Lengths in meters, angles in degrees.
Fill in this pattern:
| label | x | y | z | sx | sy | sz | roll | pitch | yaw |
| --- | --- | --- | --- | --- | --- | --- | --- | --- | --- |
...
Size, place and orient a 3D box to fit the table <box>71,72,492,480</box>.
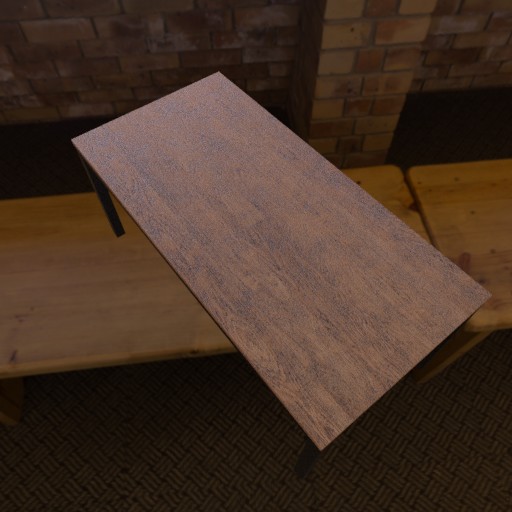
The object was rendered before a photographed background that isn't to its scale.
| label | x | y | z | sx | sy | sz | roll | pitch | yaw |
| --- | --- | --- | --- | --- | --- | --- | --- | --- | --- |
| table | 0.000 | 0.000 | 2.263 | 0.893 | 0.767 | 1.805 | -33 | 63 | -20 |
